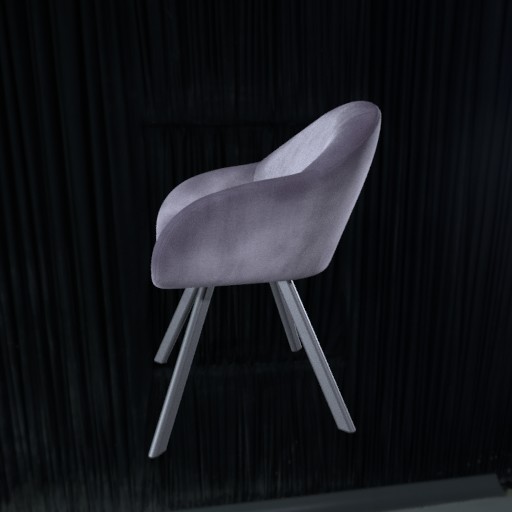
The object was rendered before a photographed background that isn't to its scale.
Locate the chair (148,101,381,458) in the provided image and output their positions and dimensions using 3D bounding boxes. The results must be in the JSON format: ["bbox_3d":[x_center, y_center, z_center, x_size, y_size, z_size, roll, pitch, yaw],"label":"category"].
[{"bbox_3d":[0.000,0.000,1.190,0.590,0.795,0.550,-3,14,-11],"label":"chair"}]
